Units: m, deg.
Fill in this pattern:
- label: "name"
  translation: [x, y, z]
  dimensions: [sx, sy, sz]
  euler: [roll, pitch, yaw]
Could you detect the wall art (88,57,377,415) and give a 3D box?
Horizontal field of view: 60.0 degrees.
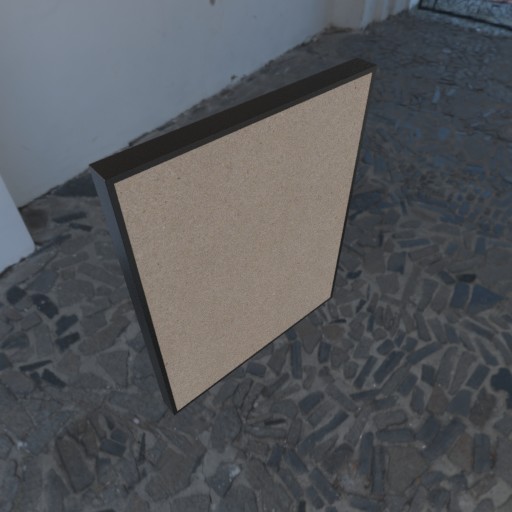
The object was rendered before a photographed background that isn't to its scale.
- label: "wall art"
  translation: [0.000, 0.000, 0.769]
  dimensions: [0.448, 0.551, 0.038]
  euler: [-32, 53, -27]
